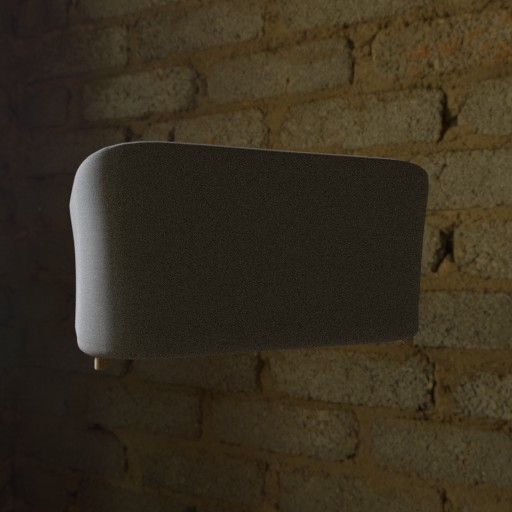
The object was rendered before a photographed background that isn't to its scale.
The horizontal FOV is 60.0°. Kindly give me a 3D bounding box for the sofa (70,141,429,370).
[{"bbox_3d":[0.000,0.000,1.808,1.452,0.721,0.705,0,1,-18],"label":"sofa"}]
